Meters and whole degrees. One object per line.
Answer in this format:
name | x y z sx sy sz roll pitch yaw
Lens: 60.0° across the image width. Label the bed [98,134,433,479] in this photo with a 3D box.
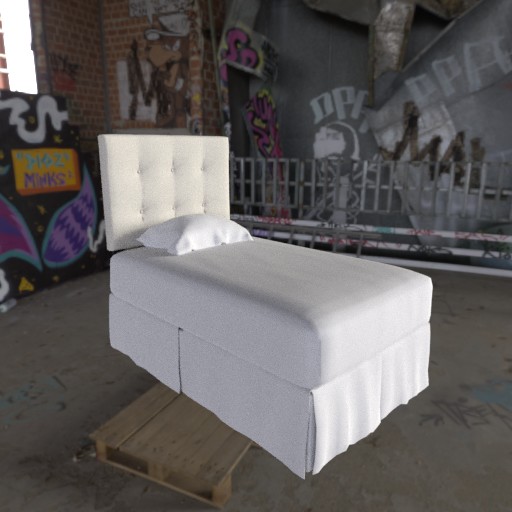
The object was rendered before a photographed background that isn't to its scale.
bed | 0.000 0.000 2.929 1.261 1.571 1.997 -13 19 -43
